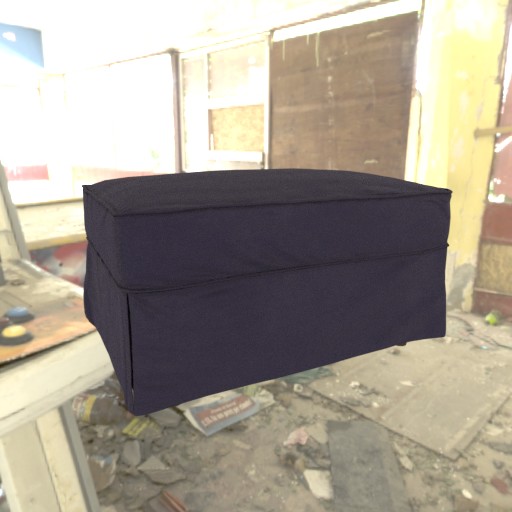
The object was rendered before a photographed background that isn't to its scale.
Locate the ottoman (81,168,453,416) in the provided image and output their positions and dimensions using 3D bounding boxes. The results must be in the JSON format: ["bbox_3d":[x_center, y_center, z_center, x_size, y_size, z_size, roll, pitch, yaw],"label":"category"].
[{"bbox_3d":[0.000,0.000,1.317,0.938,0.503,0.637,-7,16,-26],"label":"ottoman"}]
